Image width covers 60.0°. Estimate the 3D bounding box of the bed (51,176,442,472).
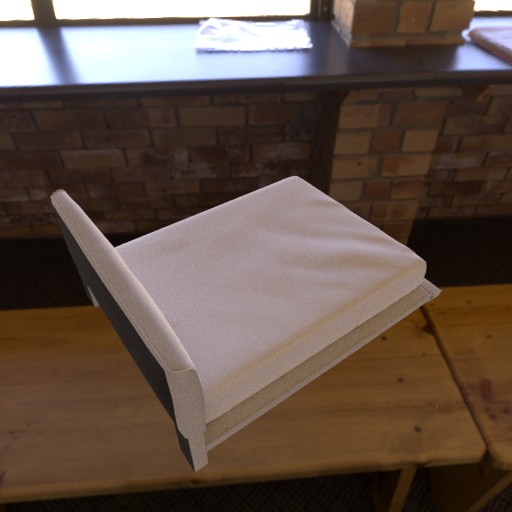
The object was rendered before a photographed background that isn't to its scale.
[{"bbox_3d":[0.000,0.000,3.608,2.498,1.126,1.980,-26,48,-26],"label":"bed"}]
